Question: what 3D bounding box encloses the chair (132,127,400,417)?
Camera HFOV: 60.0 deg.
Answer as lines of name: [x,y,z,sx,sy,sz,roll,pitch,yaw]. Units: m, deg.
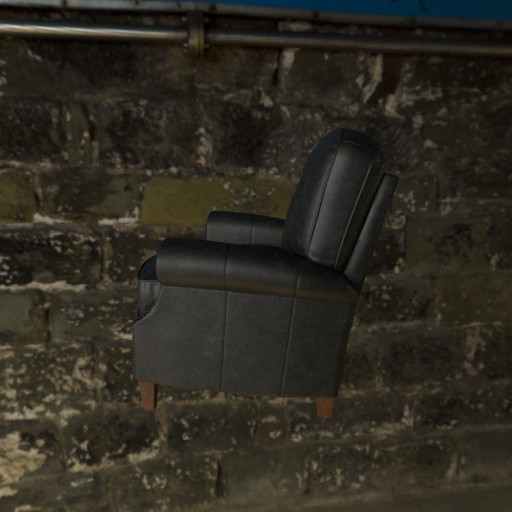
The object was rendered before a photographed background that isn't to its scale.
chair: [0.000,0.000,1.845,0.986,1.018,0.936,1,13,6]
